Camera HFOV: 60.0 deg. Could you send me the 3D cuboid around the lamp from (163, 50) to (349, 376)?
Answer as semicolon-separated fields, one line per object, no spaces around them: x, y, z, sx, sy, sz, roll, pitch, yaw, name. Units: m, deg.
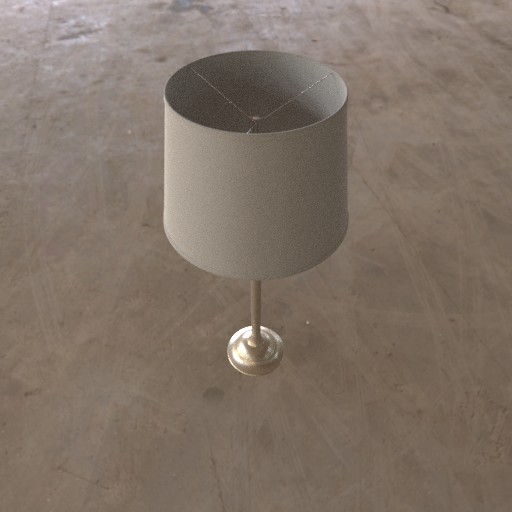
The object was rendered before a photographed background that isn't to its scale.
0.000;0.000;0.884;0.331;0.698;0.331;0;46;0;lamp
